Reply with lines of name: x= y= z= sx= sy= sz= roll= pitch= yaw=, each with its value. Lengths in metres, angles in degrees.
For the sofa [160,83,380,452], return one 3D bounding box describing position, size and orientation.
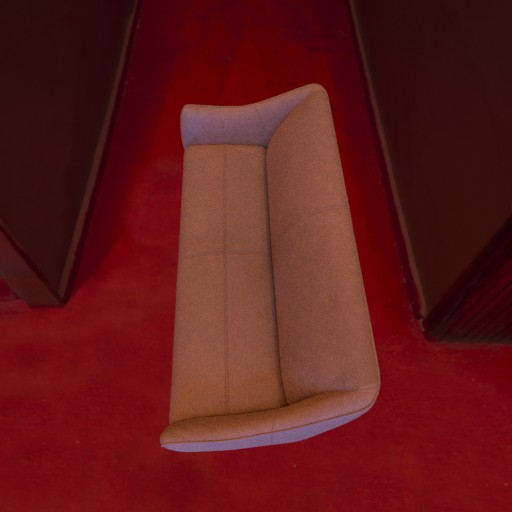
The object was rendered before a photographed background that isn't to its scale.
sofa: x=0.000 y=0.000 z=2.371 sx=0.869 sy=0.830 sz=1.928 roll=-2 pitch=59 yaw=-1
